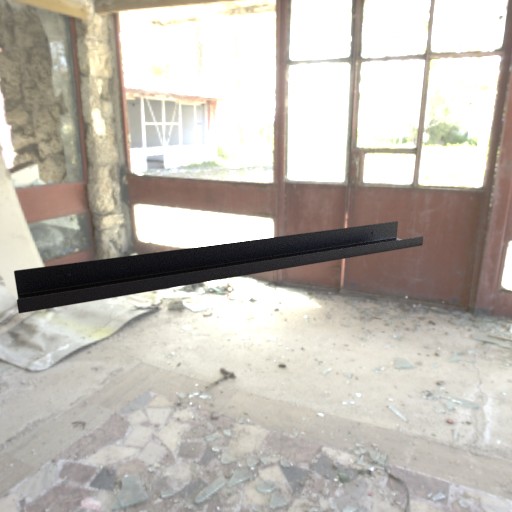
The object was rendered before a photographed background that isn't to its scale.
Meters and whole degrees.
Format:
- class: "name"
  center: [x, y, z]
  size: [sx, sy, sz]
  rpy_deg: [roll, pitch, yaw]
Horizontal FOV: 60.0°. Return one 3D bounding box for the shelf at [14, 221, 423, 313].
- class: "shelf"
  center: [0.000, 0.000, 0.963]
  size: [0.924, 0.049, 0.092]
  rpy_deg: [-8, 18, -27]
